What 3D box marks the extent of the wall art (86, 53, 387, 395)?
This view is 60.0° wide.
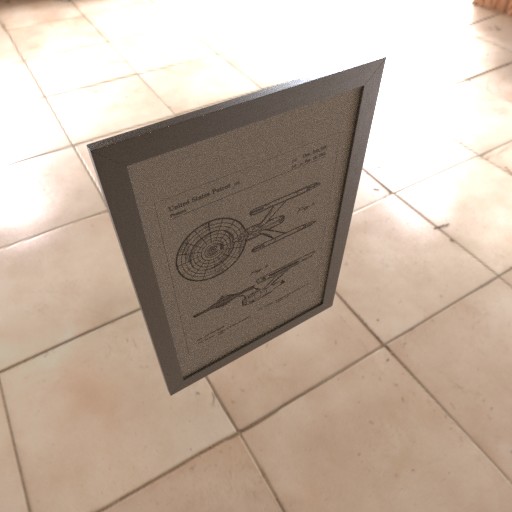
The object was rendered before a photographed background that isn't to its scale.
[{"bbox_3d":[0.000,0.000,0.683,0.376,0.529,0.013,-25,53,-21],"label":"wall art"}]
